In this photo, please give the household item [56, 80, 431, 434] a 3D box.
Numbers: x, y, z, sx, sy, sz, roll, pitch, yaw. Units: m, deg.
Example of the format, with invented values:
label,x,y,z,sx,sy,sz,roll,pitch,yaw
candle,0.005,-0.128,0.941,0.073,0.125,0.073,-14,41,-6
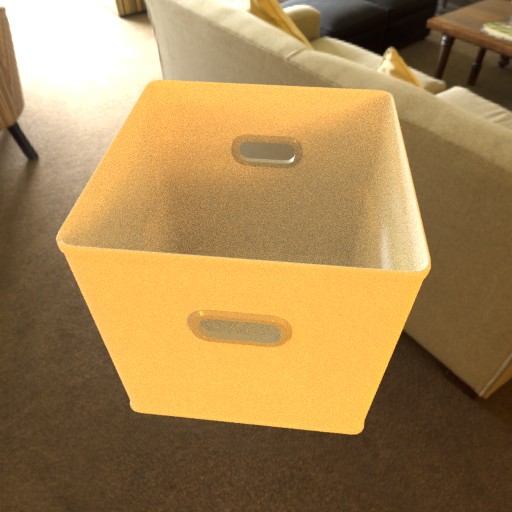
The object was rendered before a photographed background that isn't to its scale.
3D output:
label,x,y,z,sx,sy,sz,roll,pitch,yaw
household item,0.000,0.000,0.558,0.305,0.305,0.305,4,47,4
